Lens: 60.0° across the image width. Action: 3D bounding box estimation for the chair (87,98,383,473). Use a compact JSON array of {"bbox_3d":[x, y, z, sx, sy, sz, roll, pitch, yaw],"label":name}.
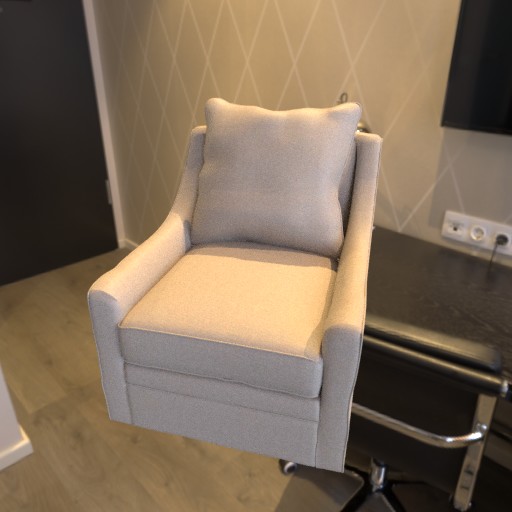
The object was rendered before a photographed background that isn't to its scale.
[{"bbox_3d":[0.000,0.000,1.523,0.760,0.942,0.876,7,27,14],"label":"chair"}]
